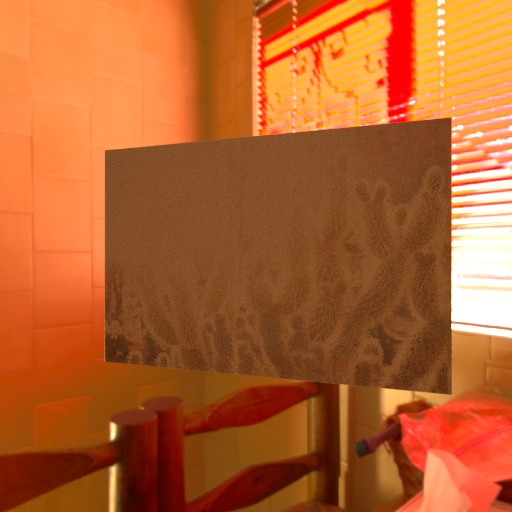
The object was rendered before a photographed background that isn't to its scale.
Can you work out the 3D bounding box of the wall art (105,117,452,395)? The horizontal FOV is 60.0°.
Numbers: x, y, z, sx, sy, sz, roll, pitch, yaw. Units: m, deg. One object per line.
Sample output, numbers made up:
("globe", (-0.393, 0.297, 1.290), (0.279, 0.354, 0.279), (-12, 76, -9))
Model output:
("wall art", (0.000, 0.000, 1.884), (1.525, 1.012, 0.038), (0, 0, 19))
